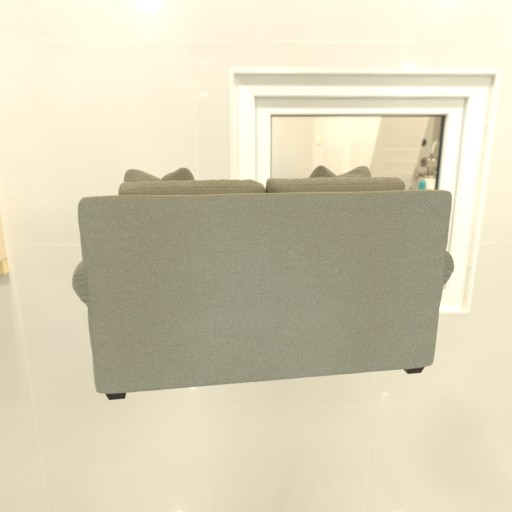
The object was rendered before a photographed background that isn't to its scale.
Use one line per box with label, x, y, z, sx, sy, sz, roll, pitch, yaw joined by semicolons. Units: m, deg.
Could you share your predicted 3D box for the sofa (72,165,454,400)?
sofa;0.000;0.000;2.233;1.550;0.905;1.070;-2;15;-9
